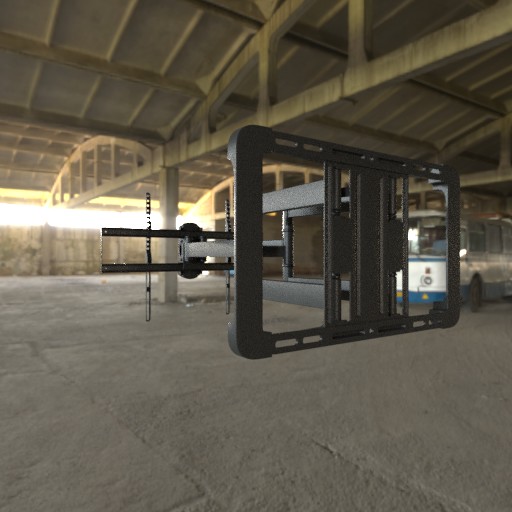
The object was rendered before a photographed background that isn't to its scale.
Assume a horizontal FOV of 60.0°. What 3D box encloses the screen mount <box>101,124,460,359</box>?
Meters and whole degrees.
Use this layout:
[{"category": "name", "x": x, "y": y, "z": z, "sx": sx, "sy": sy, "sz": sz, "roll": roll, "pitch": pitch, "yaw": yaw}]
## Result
[{"category": "screen mount", "x": 0.000, "y": 0.000, "z": 1.368, "sx": 0.725, "sy": 0.483, "sz": 0.905, "roll": 0, "pitch": 0, "yaw": -35}]
